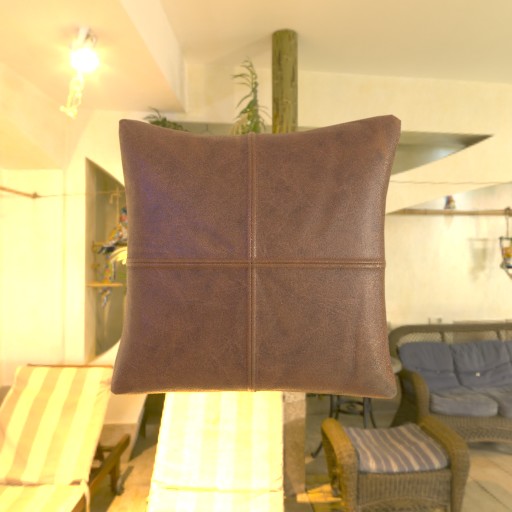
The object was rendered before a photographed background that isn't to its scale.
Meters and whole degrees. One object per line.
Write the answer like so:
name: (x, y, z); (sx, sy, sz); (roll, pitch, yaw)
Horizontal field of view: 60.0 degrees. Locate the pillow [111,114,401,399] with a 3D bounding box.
pillow: (0.000, 0.000, 0.729); (0.484, 0.470, 0.192); (0, -1, 1)
